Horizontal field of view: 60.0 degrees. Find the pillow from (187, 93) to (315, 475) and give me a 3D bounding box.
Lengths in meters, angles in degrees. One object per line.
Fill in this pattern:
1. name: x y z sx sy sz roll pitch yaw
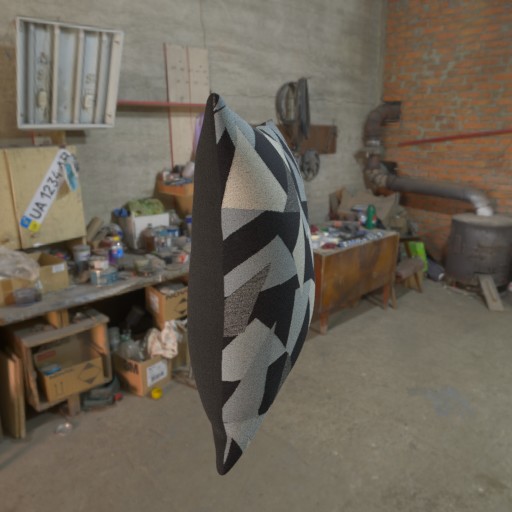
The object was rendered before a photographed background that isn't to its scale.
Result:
1. pillow: 0.000 0.000 0.778 0.208 0.496 0.503 2 15 9
